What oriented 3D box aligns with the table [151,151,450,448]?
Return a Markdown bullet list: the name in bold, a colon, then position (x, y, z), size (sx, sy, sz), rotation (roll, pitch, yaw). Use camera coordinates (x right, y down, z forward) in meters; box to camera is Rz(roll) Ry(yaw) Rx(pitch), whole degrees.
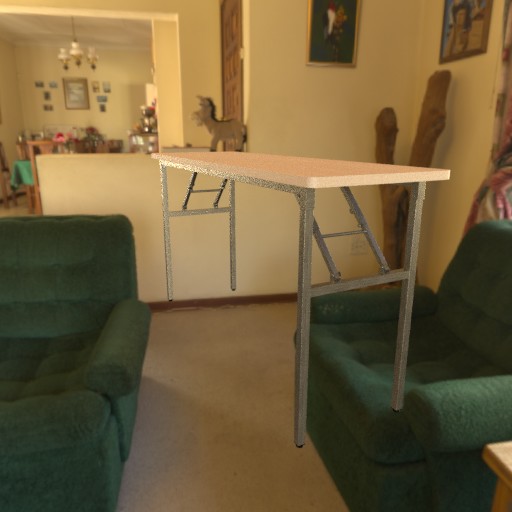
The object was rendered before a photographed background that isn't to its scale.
- **table**: position (0.000, 0.000, 1.751), size (0.446, 0.750, 1.397), rotation (-8, 17, -26)
